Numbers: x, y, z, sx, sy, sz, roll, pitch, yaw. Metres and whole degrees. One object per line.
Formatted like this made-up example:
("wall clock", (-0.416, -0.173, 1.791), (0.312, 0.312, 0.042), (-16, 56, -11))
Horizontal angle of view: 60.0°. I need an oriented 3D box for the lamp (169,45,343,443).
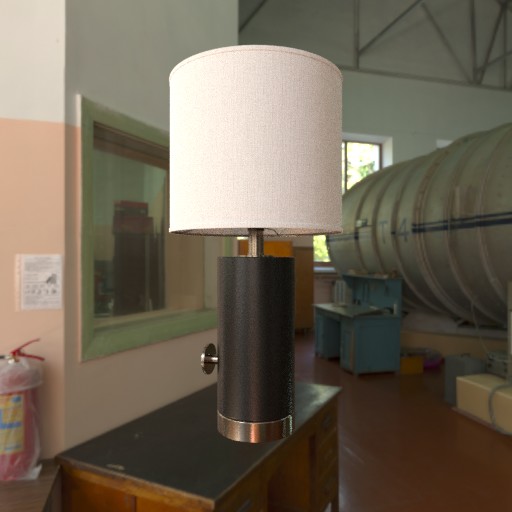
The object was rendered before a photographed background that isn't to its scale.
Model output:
("lamp", (0.000, 0.000, 0.626), (0.240, 0.482, 0.241), (0, 0, 19))
